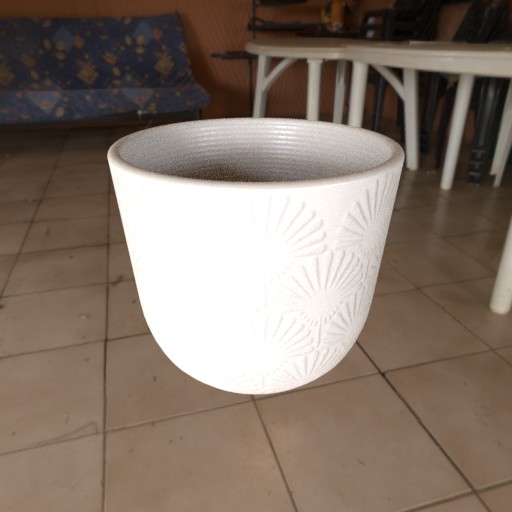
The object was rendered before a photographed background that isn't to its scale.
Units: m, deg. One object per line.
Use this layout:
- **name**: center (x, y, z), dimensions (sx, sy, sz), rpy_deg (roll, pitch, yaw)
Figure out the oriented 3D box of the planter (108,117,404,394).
- **planter**: center (0.000, 0.000, 0.297), dimensions (0.170, 0.152, 0.170), rpy_deg (0, 27, 0)
